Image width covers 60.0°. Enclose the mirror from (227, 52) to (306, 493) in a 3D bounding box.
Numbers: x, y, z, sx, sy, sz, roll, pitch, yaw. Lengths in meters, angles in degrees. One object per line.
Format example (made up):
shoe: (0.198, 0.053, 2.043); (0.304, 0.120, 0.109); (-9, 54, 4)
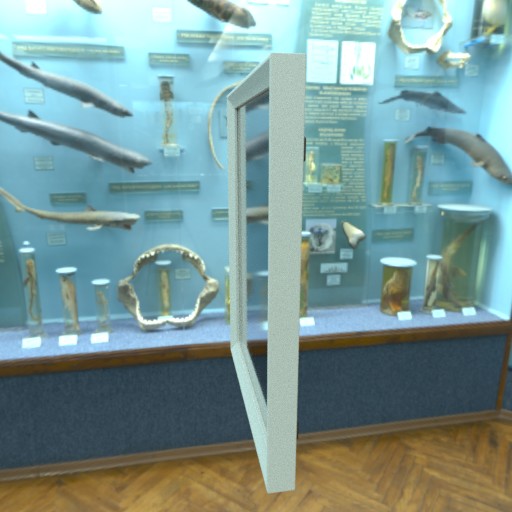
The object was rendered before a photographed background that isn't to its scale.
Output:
mirror: (0.000, 0.000, 0.687); (0.041, 0.509, 0.406); (-2, 14, -9)
